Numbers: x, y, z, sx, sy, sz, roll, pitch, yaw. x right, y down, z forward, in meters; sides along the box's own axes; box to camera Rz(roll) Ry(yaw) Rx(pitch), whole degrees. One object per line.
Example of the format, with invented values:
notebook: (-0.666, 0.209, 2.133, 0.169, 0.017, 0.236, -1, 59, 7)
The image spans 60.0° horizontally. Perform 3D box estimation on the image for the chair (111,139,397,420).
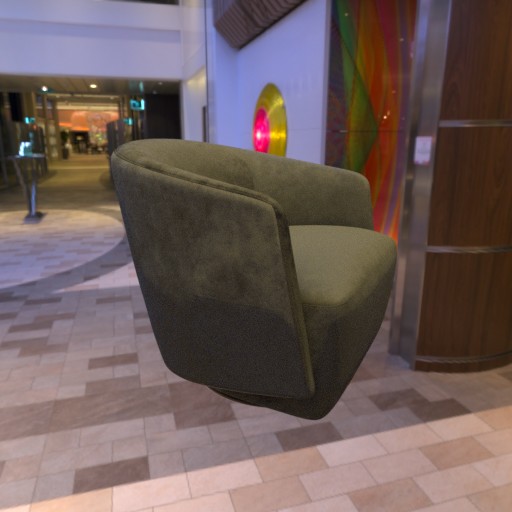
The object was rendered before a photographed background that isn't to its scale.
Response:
chair: (0.000, 0.000, 1.362, 0.767, 0.698, 0.773, 7, 16, 26)
